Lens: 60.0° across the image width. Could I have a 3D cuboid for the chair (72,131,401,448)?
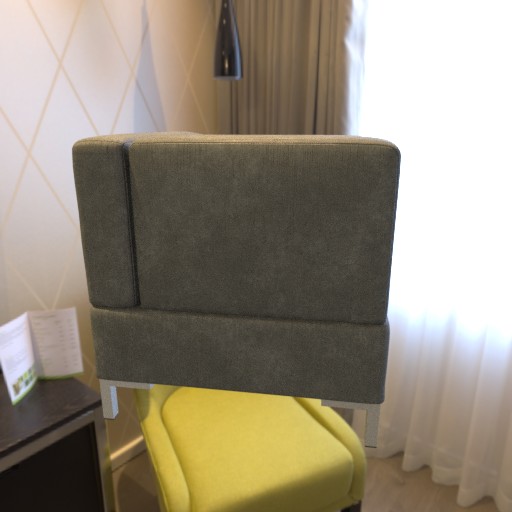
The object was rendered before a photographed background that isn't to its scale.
[{"bbox_3d":[0.000,0.000,1.230,0.680,0.660,0.680,3,17,9],"label":"chair"}]
